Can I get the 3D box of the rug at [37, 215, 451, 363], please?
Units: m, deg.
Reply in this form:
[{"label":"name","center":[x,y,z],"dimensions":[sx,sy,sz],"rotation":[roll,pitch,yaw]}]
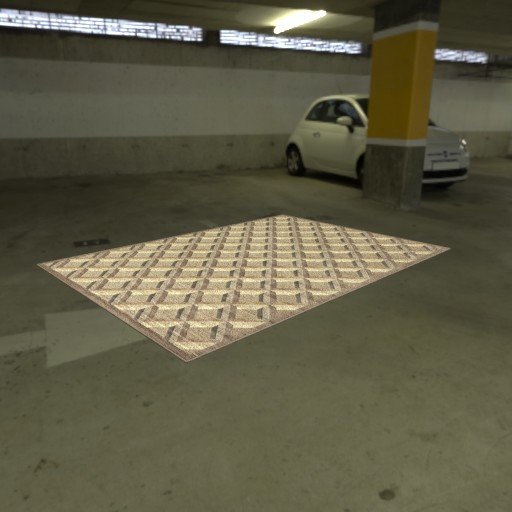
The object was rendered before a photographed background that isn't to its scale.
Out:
[{"label":"rug","center":[0.000,0.000,4.322],"dimensions":[3.294,0.018,2.382],"rotation":[-15,23,-41]}]
